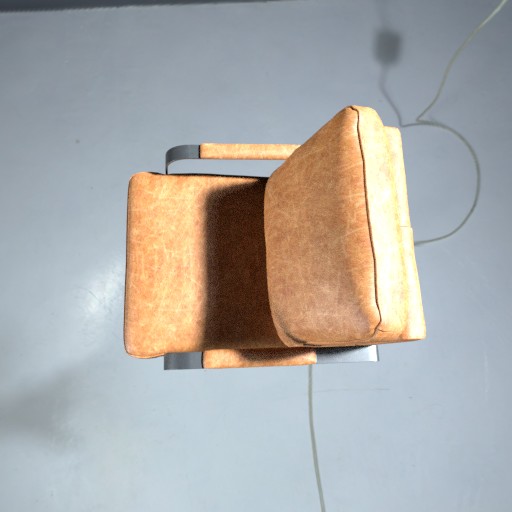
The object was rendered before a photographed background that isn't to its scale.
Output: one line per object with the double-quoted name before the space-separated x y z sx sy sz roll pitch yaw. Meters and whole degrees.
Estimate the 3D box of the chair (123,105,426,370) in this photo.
"chair" 0.000 0.000 1.341 0.801 0.777 0.651 -2 76 -1
